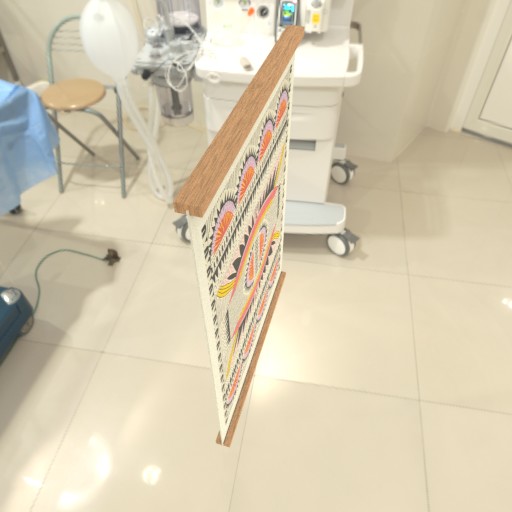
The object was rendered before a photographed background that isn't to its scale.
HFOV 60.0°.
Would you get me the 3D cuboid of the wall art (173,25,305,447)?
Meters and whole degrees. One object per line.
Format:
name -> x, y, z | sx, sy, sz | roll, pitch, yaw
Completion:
wall art -> 0.000, 0.000, 0.781 | 0.028, 0.609, 0.456 | 12, 48, 11
